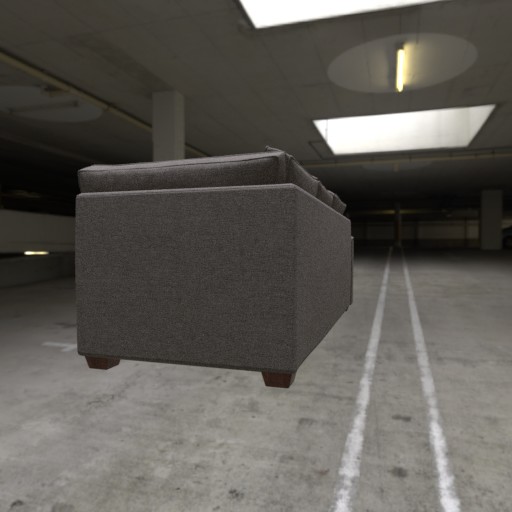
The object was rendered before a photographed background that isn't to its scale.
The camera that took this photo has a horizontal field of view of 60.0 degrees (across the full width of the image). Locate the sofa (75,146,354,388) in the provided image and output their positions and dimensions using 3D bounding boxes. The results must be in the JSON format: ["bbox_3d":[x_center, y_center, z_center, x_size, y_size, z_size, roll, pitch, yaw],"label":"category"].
[{"bbox_3d":[0.000,0.000,2.882,1.061,0.962,2.317,0,1,17],"label":"sofa"}]
